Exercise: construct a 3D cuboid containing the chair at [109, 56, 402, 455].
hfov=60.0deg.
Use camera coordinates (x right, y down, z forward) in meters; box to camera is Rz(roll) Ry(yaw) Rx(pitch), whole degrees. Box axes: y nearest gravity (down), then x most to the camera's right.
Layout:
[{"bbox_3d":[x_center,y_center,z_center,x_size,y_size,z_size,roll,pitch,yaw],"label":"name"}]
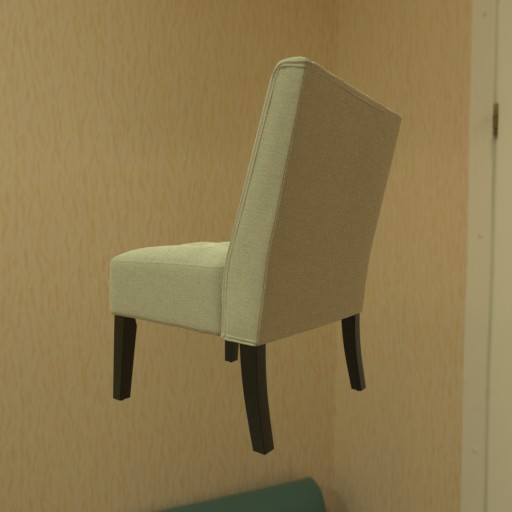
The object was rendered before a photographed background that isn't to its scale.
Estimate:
[{"bbox_3d":[0.000,0.000,1.308,0.676,0.853,0.569,2,3,37],"label":"chair"}]
